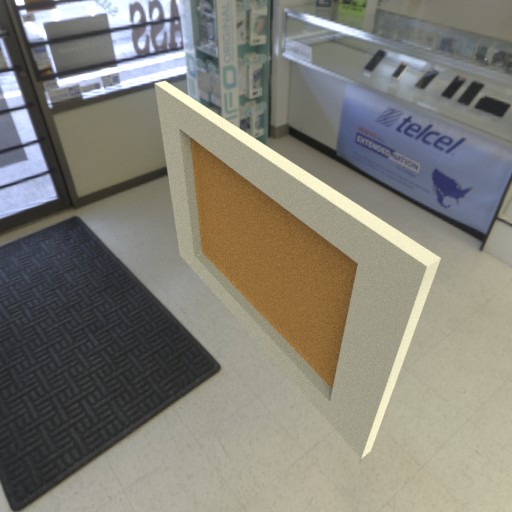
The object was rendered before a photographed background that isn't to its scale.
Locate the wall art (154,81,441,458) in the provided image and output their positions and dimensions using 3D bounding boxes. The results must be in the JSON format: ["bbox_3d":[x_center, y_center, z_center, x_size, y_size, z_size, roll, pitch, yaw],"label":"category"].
[{"bbox_3d":[0.000,0.000,1.134,0.033,0.617,0.906,-25,47,-26],"label":"wall art"}]
